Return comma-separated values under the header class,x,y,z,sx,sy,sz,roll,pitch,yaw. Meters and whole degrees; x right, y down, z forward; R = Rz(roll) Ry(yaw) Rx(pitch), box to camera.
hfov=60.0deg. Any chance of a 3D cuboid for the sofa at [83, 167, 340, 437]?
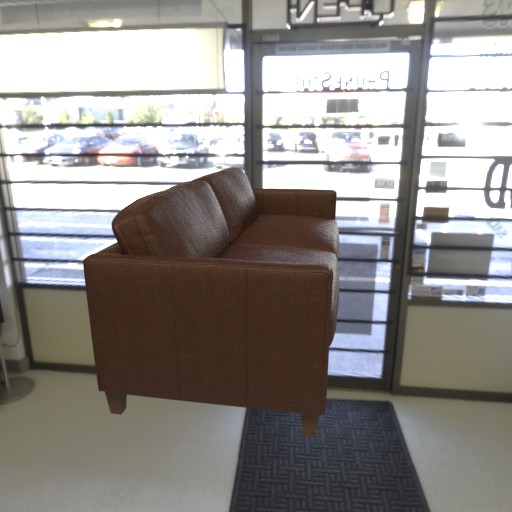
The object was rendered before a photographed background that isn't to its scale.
class,x,y,z,sx,sy,sz,roll,pitch,yaw
sofa,0.000,0.000,2.487,0.923,0.863,1.971,3,16,10
